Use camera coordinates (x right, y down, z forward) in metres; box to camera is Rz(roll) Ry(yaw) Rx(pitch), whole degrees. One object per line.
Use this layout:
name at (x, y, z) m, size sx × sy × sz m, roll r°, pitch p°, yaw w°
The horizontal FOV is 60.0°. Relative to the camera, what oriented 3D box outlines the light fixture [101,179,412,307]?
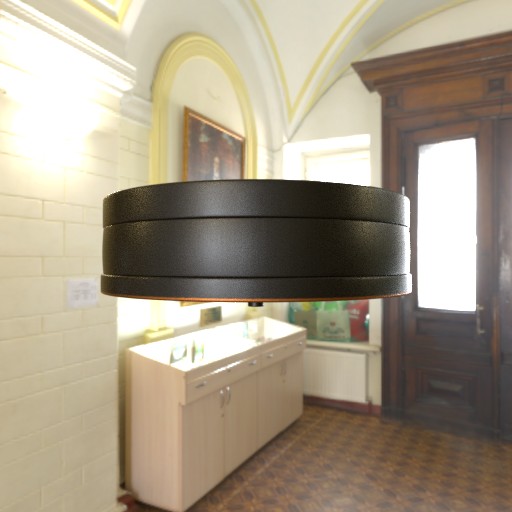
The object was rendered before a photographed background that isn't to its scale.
light fixture at (0.000, 0.000, 0.428) m, size 0.283 × 0.097 × 0.283 m, roll 0°, pitch -1°, yaw 0°
